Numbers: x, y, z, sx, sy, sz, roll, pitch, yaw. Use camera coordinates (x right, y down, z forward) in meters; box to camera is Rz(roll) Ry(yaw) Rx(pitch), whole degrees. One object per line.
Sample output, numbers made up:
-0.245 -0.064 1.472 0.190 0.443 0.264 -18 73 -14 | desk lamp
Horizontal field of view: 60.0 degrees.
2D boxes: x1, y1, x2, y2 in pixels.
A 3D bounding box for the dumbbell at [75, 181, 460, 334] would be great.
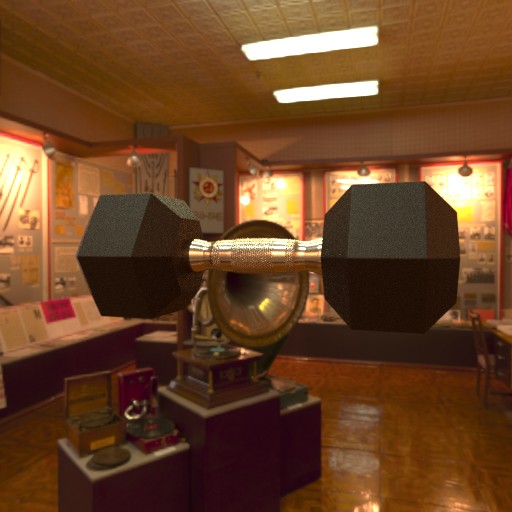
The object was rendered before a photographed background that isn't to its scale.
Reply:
0.000 0.000 0.435 0.356 0.123 0.141 0 1 18 | dumbbell
